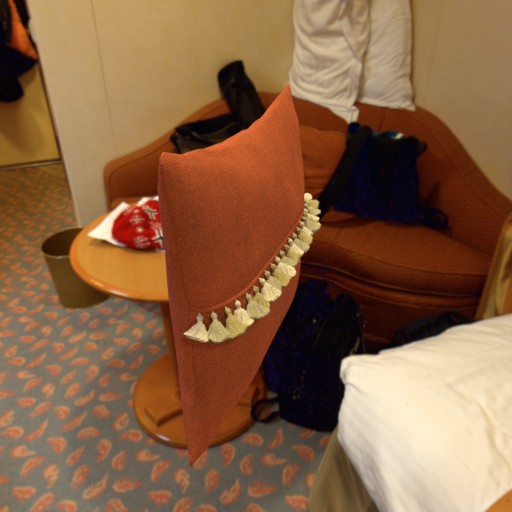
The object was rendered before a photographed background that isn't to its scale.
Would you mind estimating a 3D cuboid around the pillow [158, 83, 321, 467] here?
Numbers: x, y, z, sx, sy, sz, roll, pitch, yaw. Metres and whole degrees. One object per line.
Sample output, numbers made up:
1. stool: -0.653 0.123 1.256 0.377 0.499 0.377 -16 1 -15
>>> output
1. pillow: 0.000 0.000 0.743 0.165 0.482 0.490 10 31 17
